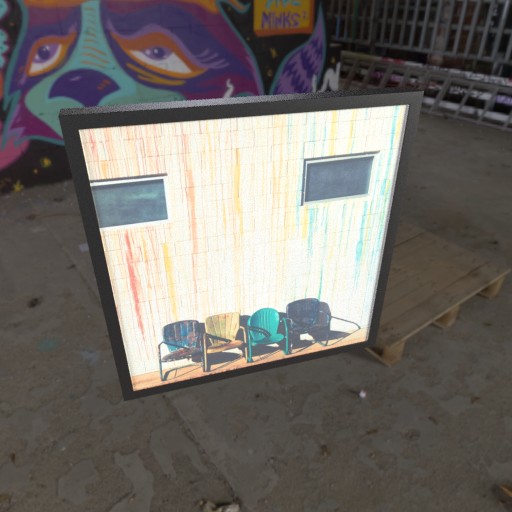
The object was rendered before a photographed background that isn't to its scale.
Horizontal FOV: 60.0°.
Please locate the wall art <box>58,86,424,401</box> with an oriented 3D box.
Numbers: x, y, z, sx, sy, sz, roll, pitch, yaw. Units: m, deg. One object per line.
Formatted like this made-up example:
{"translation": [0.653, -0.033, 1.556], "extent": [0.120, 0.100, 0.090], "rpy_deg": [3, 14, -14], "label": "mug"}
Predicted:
{"translation": [0.000, 0.000, 0.741], "extent": [0.506, 0.506, 0.037], "rpy_deg": [-9, 33, -14], "label": "wall art"}
